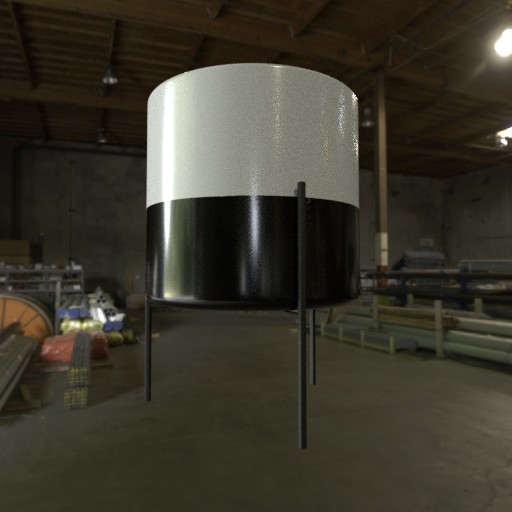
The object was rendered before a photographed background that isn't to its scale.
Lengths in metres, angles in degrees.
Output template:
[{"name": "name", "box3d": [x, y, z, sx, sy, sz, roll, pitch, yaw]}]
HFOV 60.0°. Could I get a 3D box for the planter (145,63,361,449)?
[{"name": "planter", "box3d": [0.000, 0.000, 0.643, 0.310, 0.432, 0.310, 1, -2, -35]}]
